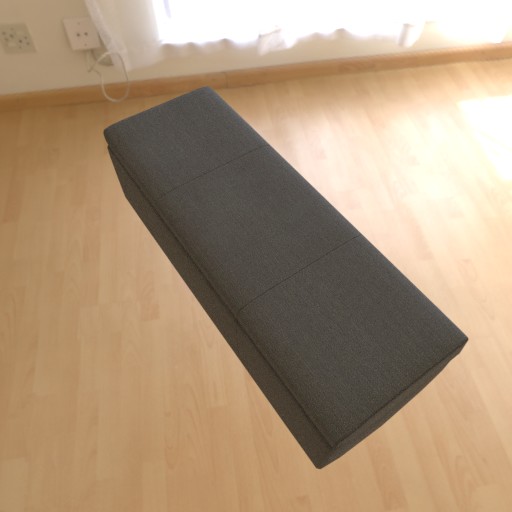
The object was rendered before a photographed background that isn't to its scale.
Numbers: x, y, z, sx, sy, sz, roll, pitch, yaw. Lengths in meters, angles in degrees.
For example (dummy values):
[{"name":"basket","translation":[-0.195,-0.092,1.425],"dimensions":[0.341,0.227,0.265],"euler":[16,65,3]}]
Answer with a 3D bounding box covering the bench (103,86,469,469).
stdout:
[{"name":"bench","translation":[0.000,0.000,1.481],"dimensions":[0.446,0.438,1.269],"euler":[-30,61,-18]}]
